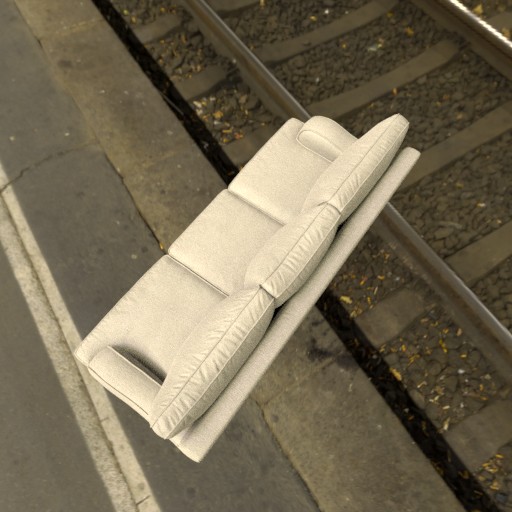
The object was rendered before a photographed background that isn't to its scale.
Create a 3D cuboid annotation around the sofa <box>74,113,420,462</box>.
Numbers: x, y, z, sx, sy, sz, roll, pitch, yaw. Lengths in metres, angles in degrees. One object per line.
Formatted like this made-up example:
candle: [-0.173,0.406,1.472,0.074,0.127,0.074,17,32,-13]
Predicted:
sofa: [0.000,0.000,2.857,1.016,0.991,2.323,33,68,15]
